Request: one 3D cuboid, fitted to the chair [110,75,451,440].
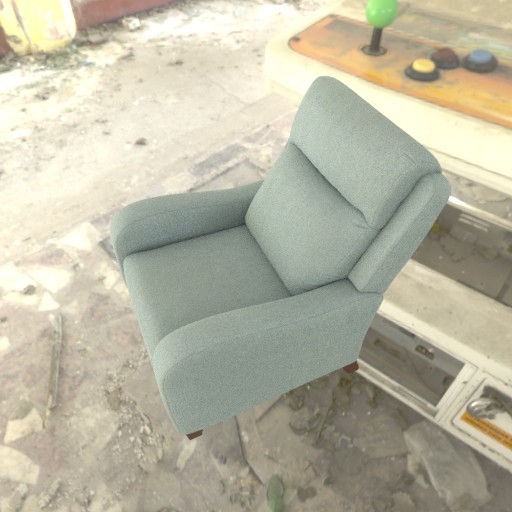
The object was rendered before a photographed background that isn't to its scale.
[{"bbox_3d":[0.000,0.000,1.707,0.988,1.067,0.785,-18,50,-16],"label":"chair"}]
